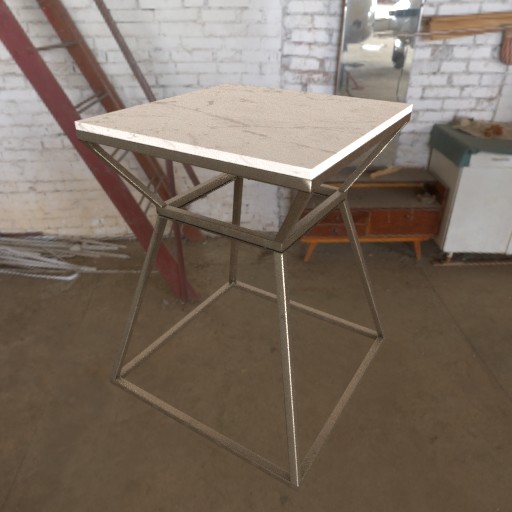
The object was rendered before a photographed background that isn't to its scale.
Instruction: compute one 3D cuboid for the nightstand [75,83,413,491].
[{"bbox_3d":[0.000,0.000,0.875,0.455,0.554,0.455,18,35,27],"label":"nightstand"}]
